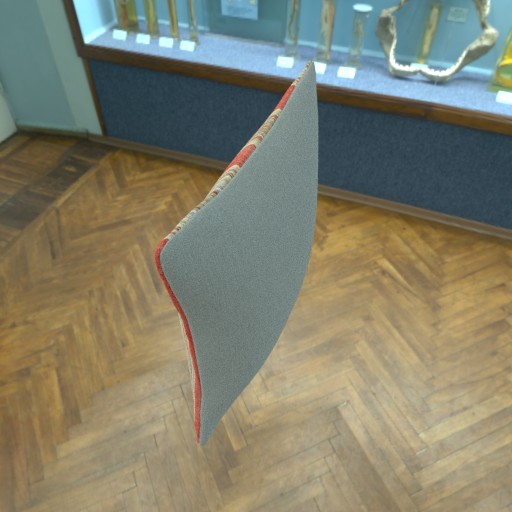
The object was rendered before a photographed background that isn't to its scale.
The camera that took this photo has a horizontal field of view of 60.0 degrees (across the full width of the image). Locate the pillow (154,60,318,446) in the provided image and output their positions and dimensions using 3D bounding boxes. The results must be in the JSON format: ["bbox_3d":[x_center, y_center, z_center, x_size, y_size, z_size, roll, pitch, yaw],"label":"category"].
[{"bbox_3d":[0.000,0.000,0.657,0.136,0.419,0.437,17,48,16],"label":"pillow"}]
